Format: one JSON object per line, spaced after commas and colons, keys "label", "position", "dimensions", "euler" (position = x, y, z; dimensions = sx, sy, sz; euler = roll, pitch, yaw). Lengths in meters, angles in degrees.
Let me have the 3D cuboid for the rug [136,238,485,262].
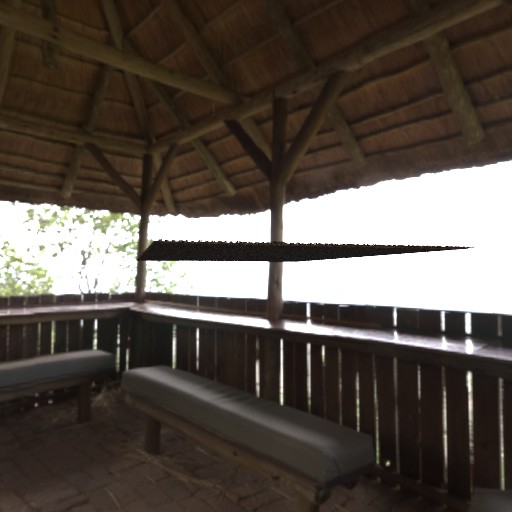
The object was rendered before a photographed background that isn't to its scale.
{"label": "rug", "position": [0.000, 0.000, 3.023], "dimensions": [1.516, 0.010, 2.434], "euler": [1, -3, -17]}
